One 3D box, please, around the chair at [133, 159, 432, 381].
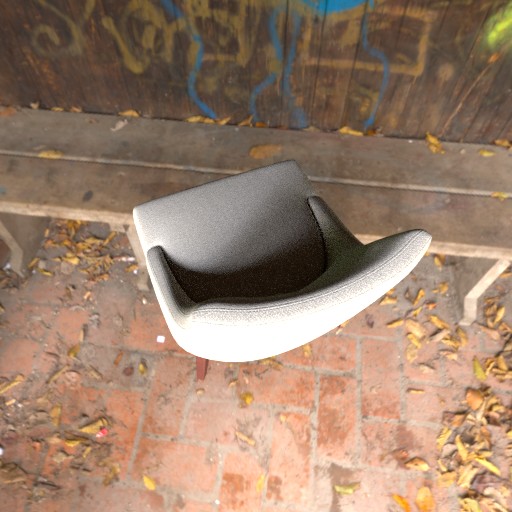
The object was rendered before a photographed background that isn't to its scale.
[{"bbox_3d":[0.000,0.000,1.468,0.701,0.909,0.861,-19,60,-11],"label":"chair"}]
